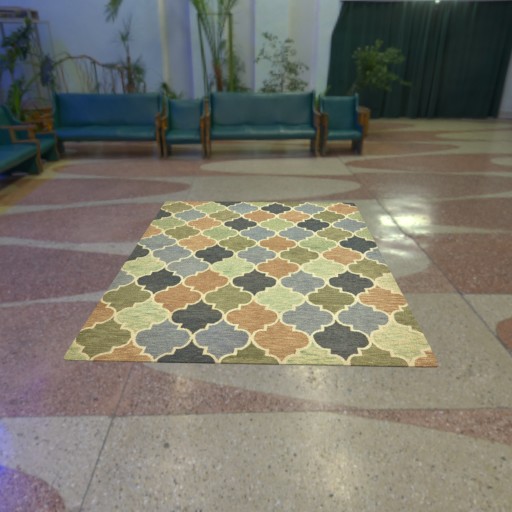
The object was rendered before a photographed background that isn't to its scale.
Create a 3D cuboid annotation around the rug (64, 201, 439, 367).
[{"bbox_3d":[0.000,0.000,4.294,2.439,0.013,3.200,1,26,1],"label":"rug"}]
